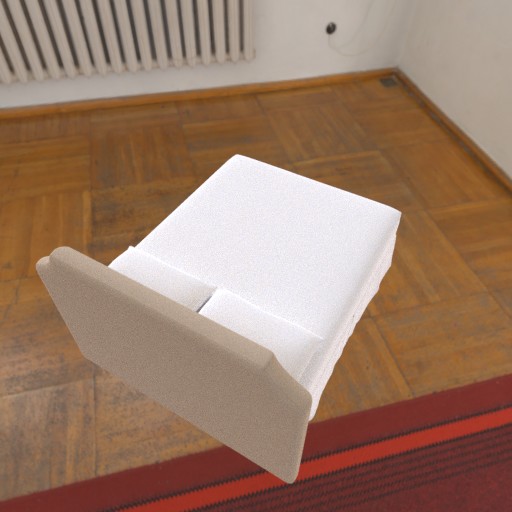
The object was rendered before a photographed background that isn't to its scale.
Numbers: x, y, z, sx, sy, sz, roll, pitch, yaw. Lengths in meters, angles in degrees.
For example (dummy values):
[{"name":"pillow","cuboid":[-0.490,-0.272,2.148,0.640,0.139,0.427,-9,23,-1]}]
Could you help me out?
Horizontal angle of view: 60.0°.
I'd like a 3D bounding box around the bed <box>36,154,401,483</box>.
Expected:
[{"name":"bed","cuboid":[0.000,0.000,3.297,1.828,1.301,2.204,23,52,20]}]
